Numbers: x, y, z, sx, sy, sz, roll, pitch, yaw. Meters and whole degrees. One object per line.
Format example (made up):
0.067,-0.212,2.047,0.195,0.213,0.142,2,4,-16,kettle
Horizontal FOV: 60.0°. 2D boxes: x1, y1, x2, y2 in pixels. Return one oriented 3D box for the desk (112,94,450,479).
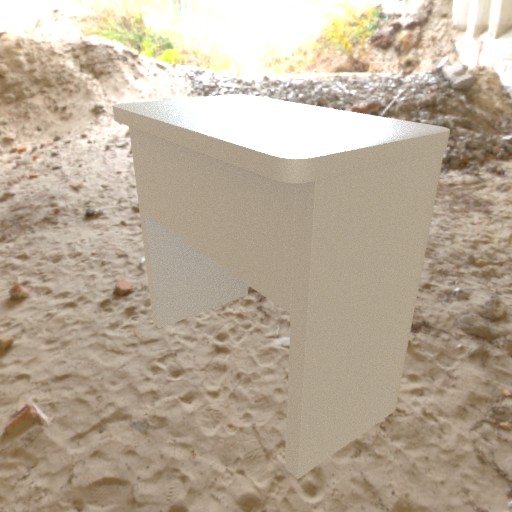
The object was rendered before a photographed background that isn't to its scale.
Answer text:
0.000,0.000,1.240,0.446,0.760,0.790,-18,31,-32,desk
